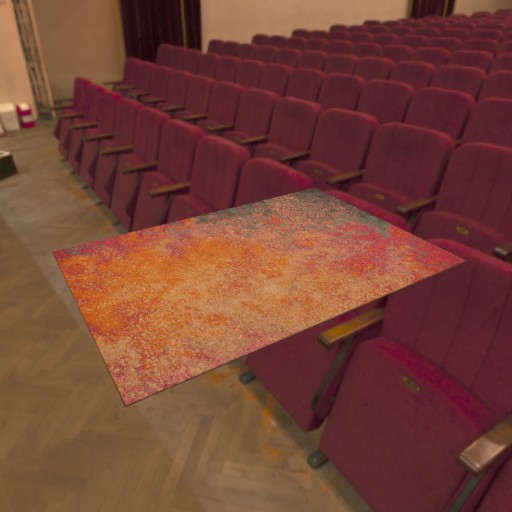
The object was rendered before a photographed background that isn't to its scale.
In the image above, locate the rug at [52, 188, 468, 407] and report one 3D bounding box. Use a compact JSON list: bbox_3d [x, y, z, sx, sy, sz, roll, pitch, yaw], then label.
[{"bbox_3d":[0.000,0.000,3.744,2.896,0.013,2.007,-17,34,-28],"label":"rug"}]
